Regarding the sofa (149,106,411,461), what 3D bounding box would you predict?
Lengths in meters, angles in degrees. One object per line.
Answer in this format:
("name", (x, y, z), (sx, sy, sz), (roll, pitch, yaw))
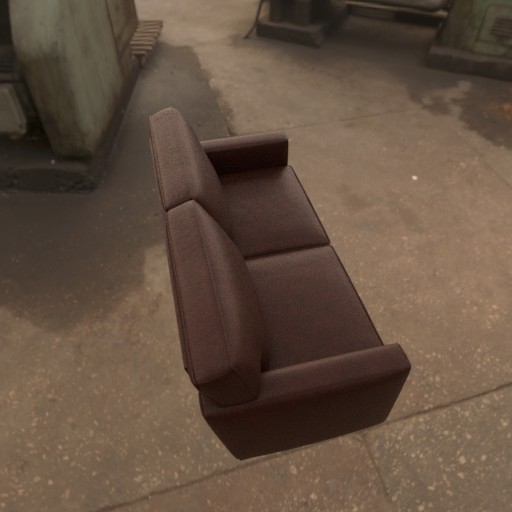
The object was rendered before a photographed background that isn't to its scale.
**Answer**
("sofa", (0.000, 0.000, 2.406), (0.912, 0.928, 1.876), (-10, 47, -10))
